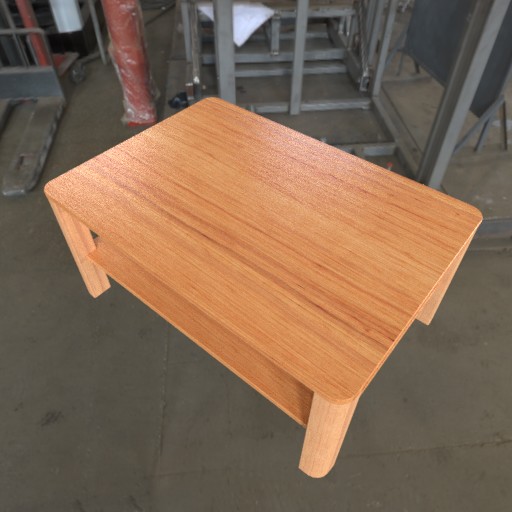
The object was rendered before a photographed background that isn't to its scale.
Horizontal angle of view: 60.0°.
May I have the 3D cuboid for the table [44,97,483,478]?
[{"bbox_3d":[0.000,0.000,1.355,0.997,0.445,0.696,31,54,26],"label":"table"}]
